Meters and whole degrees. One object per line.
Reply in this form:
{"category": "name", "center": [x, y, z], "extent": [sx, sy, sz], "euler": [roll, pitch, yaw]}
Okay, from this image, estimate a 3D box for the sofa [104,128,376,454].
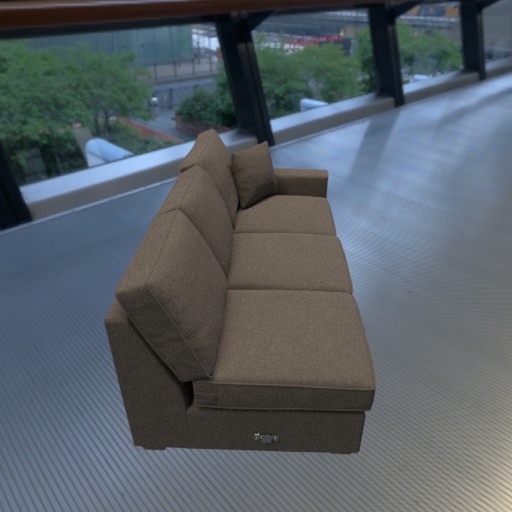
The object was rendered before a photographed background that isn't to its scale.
{"category": "sofa", "center": [0.000, 0.000, 2.536], "extent": [1.034, 0.946, 1.963], "euler": [1, 31, 2]}
